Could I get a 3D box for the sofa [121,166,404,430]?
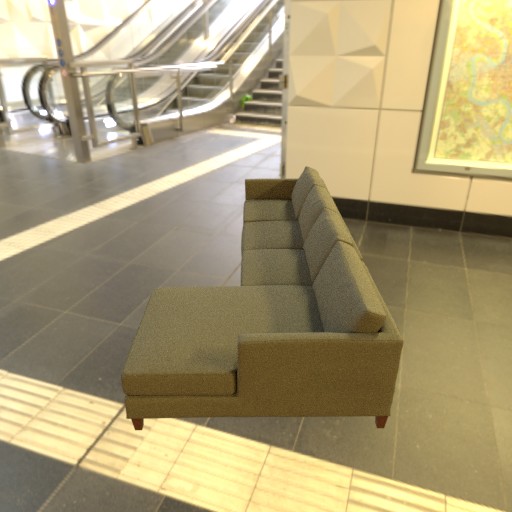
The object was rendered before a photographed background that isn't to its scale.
[{"bbox_3d":[0.000,0.000,3.962,1.625,0.861,3.186,0,26,-1],"label":"sofa"}]
